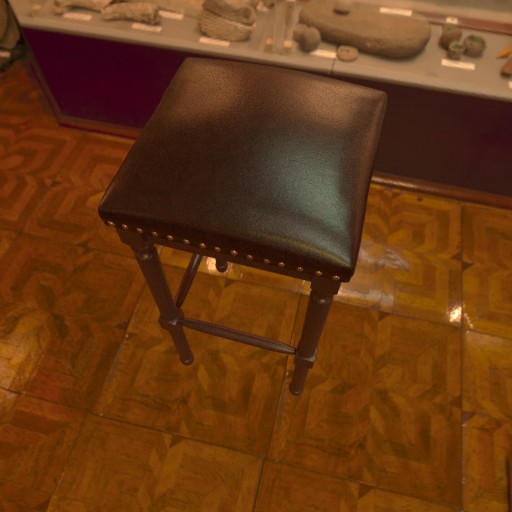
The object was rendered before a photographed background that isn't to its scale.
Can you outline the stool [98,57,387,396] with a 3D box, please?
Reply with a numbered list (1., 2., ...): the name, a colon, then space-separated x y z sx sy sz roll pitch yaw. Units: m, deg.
1. stool: 0.000 0.000 0.994 0.383 0.768 0.382 13 59 8
